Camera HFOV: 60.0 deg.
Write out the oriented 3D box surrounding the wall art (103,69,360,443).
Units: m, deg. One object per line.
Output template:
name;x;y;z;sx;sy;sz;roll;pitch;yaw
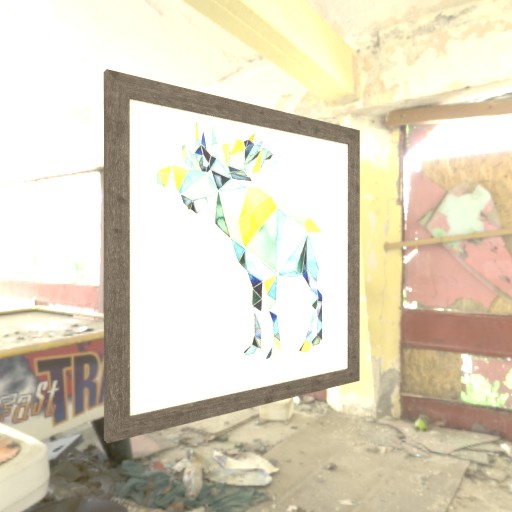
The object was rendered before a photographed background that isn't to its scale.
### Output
wall art;0.000;0.000;0.679;0.457;0.457;0.013;0;0;-36
